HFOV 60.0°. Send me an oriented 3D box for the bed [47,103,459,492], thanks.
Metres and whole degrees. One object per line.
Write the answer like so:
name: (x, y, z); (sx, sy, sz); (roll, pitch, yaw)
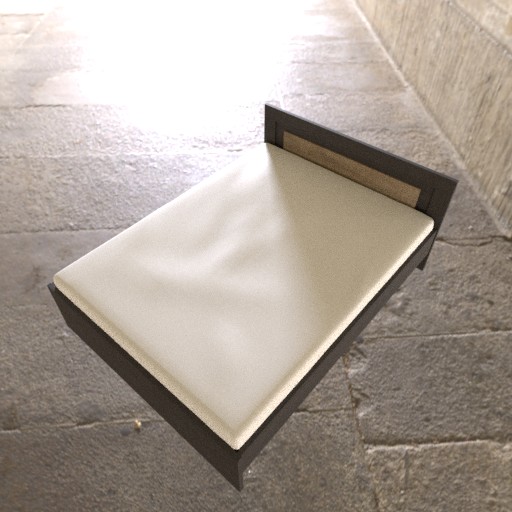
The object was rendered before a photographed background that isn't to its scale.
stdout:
bed: (0.000, 0.000, 2.899); (1.585, 0.823, 2.073); (32, 53, 27)
